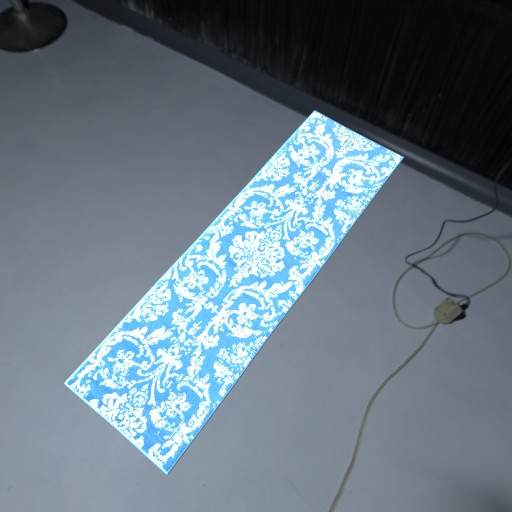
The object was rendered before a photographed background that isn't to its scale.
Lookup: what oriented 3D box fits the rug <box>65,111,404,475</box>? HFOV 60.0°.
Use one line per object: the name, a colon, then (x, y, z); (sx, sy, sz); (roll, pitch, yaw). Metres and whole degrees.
rug: (0.000, 0.000, 2.433); (0.662, 0.011, 2.196); (33, 68, 16)
